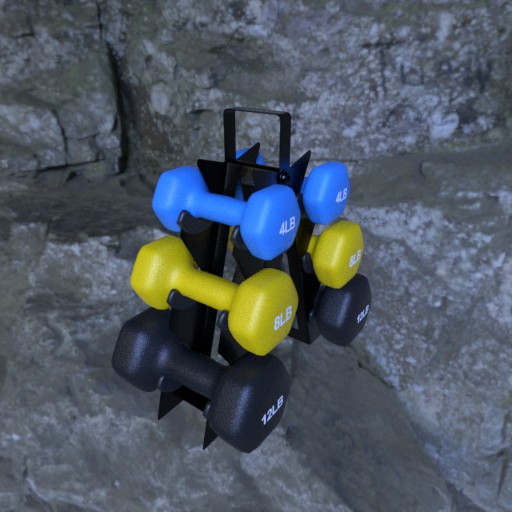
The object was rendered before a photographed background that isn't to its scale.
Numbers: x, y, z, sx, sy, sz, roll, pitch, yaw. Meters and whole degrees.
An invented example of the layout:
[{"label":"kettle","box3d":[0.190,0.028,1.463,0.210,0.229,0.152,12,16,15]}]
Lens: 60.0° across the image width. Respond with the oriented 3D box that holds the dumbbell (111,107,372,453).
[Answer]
[{"label":"dumbbell","box3d":[0.000,0.000,0.676,0.255,0.426,0.409,18,31,32]}]
